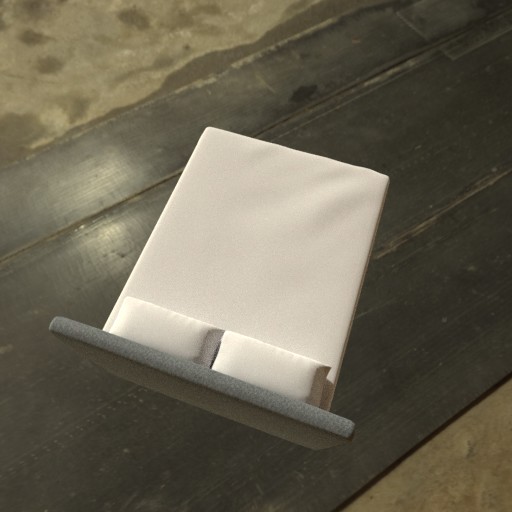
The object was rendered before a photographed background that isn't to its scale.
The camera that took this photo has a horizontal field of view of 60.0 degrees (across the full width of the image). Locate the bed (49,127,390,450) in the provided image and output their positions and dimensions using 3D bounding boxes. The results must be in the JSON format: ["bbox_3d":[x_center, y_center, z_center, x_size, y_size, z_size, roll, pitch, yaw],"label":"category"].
[{"bbox_3d":[0.000,0.000,3.202,1.723,1.330,2.142,18,66,8],"label":"bed"}]
